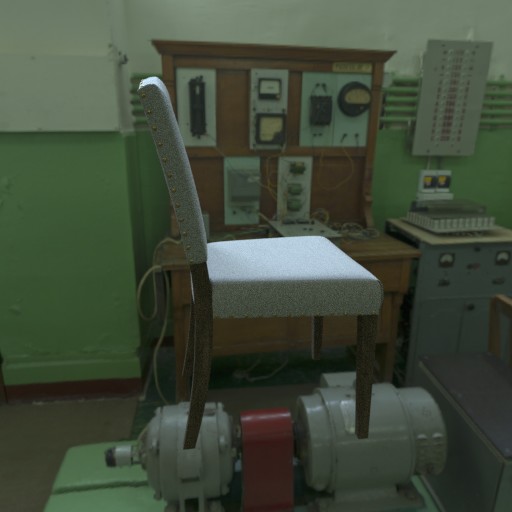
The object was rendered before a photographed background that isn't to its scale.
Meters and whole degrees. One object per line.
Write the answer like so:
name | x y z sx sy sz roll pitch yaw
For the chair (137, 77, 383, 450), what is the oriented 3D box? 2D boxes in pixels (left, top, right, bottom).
chair | 0.000 0.000 1.366 0.620 1.020 0.508 -3 17 -9
